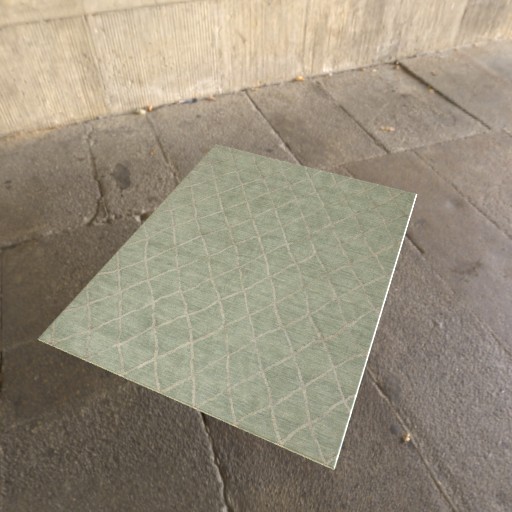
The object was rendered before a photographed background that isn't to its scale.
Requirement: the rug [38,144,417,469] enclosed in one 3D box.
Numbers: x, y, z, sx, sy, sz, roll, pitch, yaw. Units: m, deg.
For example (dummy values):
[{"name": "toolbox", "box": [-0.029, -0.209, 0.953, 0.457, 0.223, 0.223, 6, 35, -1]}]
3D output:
[{"name": "rug", "box": [0.000, 0.000, 4.112, 2.420, 0.019, 3.039, 18, 49, 16]}]
